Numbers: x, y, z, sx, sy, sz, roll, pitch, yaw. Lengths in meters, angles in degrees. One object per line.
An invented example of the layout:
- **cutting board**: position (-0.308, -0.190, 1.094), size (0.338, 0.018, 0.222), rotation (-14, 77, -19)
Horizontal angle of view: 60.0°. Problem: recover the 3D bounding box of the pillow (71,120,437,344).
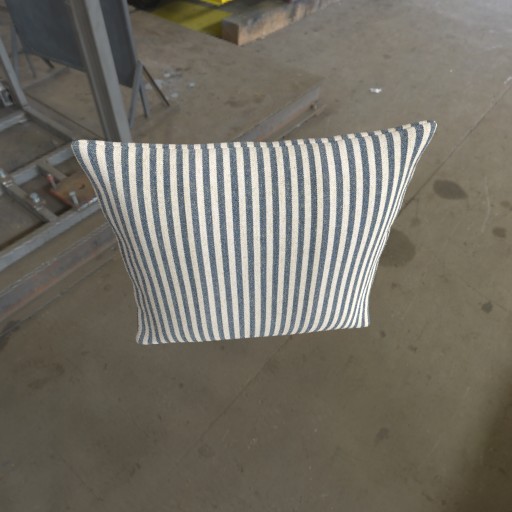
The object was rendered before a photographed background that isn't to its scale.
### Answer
- **pillow**: position (0.000, 0.000, 0.805), size (0.523, 0.510, 0.166), rotation (-4, 48, -4)
